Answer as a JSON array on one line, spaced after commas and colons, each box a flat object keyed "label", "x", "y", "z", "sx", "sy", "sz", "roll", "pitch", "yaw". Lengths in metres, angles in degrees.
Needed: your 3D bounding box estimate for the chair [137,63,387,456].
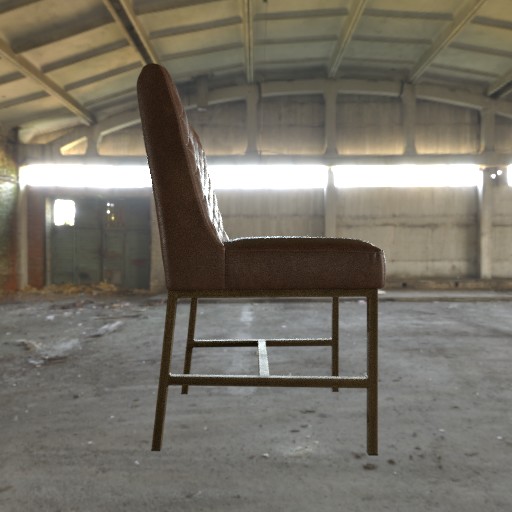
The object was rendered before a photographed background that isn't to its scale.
[{"label": "chair", "x": 0.000, "y": 0.000, "z": 1.225, "sx": 0.587, "sy": 0.889, "sz": 0.508, "roll": 0, "pitch": 0, "yaw": 0}]
